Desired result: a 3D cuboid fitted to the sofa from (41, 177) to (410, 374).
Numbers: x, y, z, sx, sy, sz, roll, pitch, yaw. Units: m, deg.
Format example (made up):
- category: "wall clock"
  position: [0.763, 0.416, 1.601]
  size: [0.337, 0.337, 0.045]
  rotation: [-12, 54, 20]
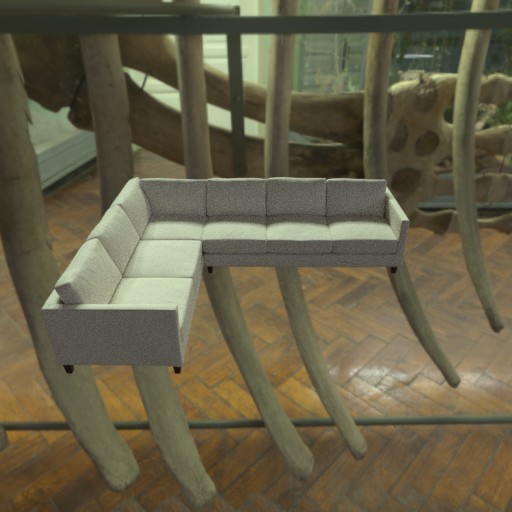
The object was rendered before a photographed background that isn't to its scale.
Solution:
- category: "sofa"
  position: [0.000, 0.000, 4.419]
  size: [3.182, 0.863, 2.432]
  rotation: [0, 31, 0]
